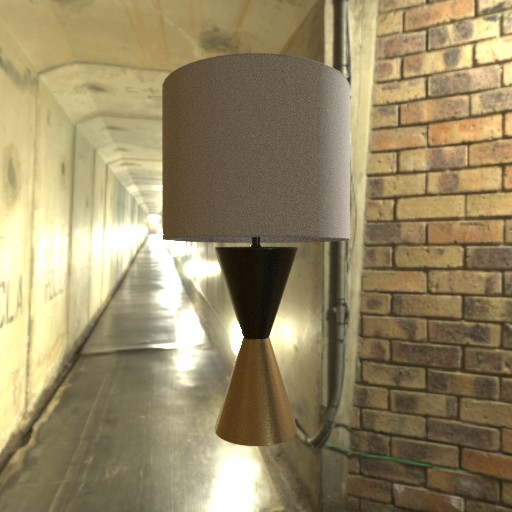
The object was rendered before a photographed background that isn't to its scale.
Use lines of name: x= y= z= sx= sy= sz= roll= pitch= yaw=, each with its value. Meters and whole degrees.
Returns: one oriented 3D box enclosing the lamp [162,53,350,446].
lamp: x=0.000 y=0.000 z=0.735 sx=0.304 sy=0.573 sz=0.304 roll=0 pitch=0 yaw=19
